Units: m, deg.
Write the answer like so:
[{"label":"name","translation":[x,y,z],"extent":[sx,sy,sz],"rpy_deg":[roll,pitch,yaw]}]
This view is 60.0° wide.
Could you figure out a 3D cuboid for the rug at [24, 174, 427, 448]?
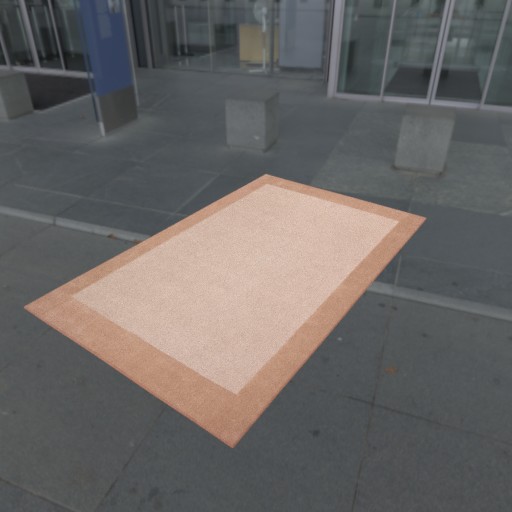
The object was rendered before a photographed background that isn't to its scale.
[{"label":"rug","translation":[0.000,0.000,2.991],"extent":[1.524,0.014,2.438],"rpy_deg":[21,38,29]}]
